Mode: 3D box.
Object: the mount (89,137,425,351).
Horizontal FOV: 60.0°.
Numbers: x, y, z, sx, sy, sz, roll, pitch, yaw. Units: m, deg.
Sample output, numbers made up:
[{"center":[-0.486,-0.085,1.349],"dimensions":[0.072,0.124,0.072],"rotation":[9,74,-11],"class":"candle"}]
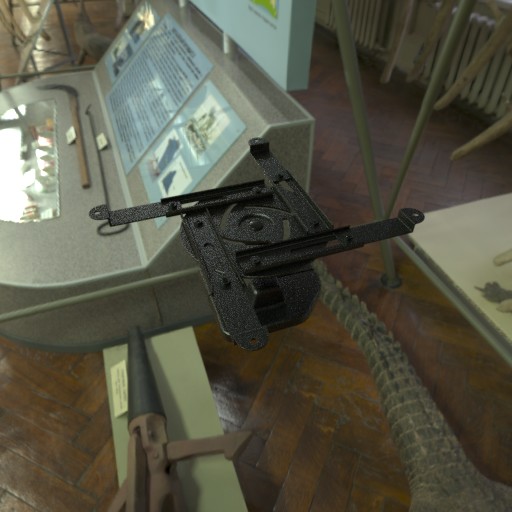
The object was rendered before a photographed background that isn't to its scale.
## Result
[{"center":[0.000,0.000,0.600],"dimensions":[0.394,0.141,0.394],"rotation":[-13,43,-15],"class":"mount"}]
